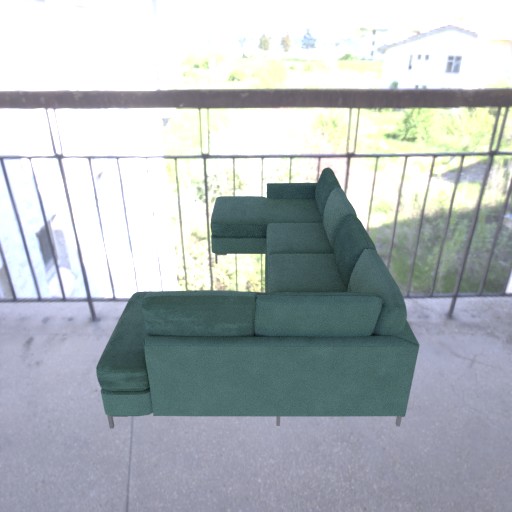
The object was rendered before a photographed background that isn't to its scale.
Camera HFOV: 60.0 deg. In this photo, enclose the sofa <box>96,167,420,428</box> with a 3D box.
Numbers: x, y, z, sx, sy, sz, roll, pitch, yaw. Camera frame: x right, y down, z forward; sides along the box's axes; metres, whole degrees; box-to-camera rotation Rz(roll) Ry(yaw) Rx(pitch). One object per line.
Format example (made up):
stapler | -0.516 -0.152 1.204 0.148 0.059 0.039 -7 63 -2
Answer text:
sofa | 0.000 0.000 4.355 2.055 0.992 3.434 0 26 0
